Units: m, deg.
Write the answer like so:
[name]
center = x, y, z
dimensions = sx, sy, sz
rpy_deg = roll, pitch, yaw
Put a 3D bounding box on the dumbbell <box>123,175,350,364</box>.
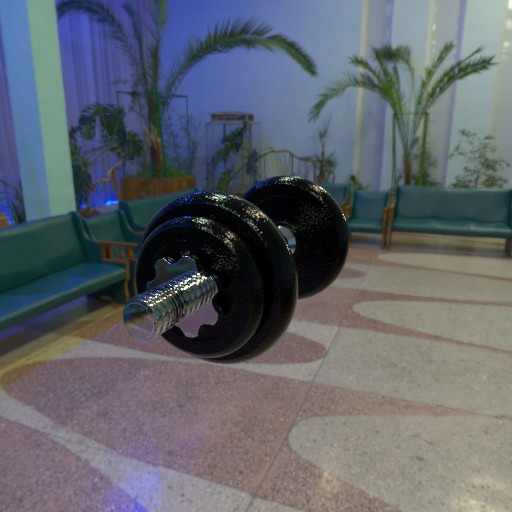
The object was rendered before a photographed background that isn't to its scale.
[dumbbell]
center = 0.000, 0.000, 0.608
dimensions = 0.202, 0.202, 0.497
rpy_deg = 7, 16, 24
